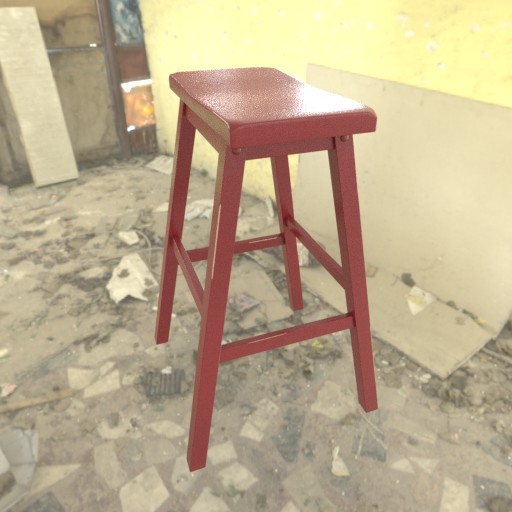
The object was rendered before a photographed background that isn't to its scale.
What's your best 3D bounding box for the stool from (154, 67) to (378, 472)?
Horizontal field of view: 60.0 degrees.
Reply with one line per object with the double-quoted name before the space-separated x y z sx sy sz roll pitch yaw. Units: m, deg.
"stool" 0.000 0.000 1.018 0.476 0.737 0.457 -11 34 -17
